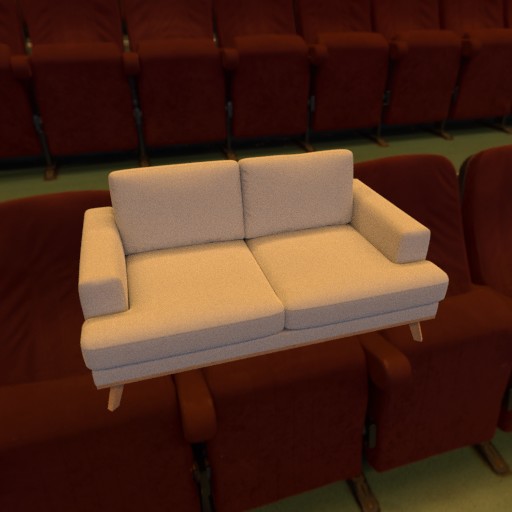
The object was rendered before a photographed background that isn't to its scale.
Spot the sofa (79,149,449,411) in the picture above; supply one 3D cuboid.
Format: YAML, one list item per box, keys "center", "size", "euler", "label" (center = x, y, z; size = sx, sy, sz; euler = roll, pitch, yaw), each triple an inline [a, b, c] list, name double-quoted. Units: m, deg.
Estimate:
- center: [0.000, 0.000, 2.221]
  size: [1.651, 0.810, 0.915]
  euler: [-9, 31, -14]
  label: "sofa"
